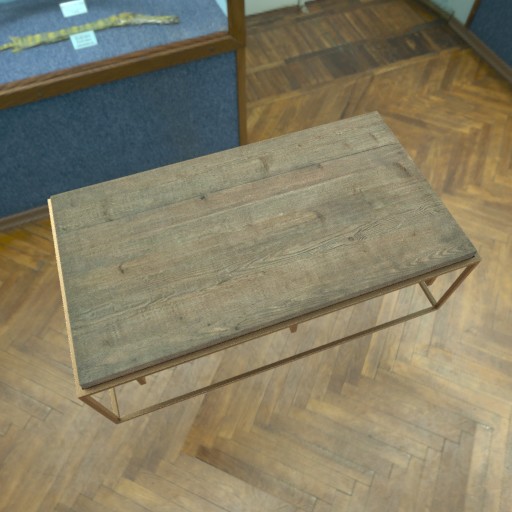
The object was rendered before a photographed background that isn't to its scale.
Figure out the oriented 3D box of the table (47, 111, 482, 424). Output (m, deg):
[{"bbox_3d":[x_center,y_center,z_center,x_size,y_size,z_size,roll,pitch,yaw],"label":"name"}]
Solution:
[{"bbox_3d":[0.000,0.000,1.768,1.387,0.468,0.775,-17,61,-10],"label":"table"}]
